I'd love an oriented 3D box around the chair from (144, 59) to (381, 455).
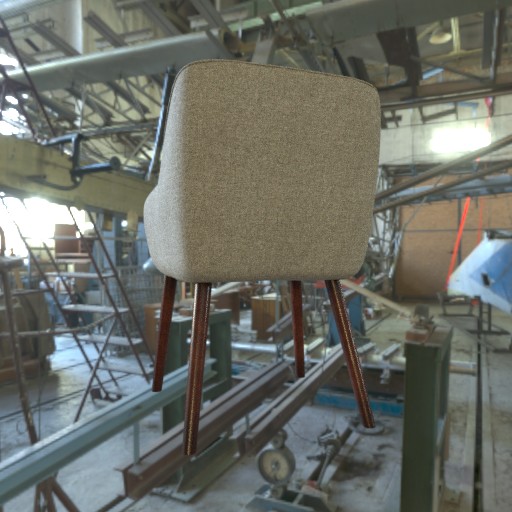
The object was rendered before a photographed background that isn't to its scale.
[{"bbox_3d":[0.000,0.000,1.171,0.543,0.803,0.519,0,0,-19],"label":"chair"}]
